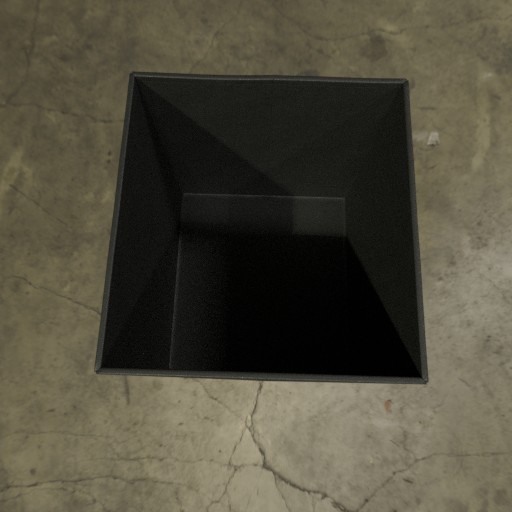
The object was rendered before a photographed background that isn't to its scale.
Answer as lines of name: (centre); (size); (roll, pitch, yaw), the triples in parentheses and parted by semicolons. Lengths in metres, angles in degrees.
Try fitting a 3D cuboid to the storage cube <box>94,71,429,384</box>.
storage cube: (0.000, 0.000, 0.500); (0.270, 0.280, 0.270); (2, 75, 0)
